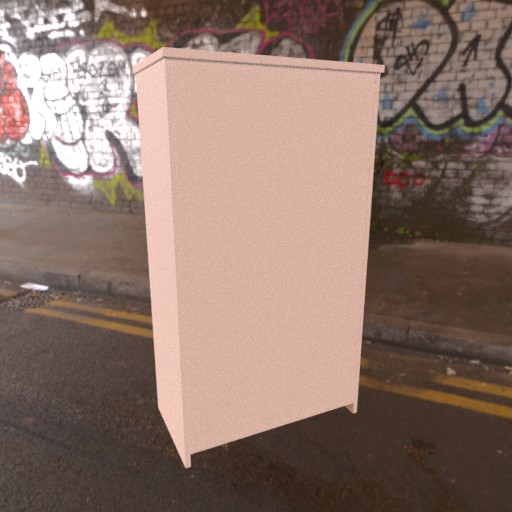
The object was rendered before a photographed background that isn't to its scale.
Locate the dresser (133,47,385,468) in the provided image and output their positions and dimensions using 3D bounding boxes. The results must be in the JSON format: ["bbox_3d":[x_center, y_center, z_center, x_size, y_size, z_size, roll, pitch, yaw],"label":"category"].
[{"bbox_3d":[0.000,0.000,1.581,0.704,1.255,0.399,-7,17,-25],"label":"dresser"}]
